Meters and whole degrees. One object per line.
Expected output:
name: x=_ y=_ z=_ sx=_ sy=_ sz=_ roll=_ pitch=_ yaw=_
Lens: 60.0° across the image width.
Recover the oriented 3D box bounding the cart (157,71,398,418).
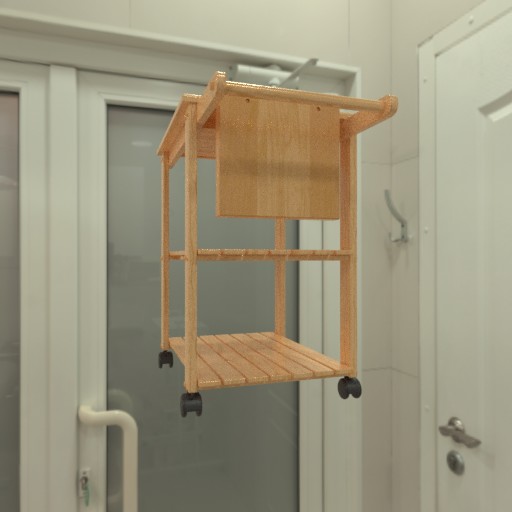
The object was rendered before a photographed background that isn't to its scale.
cart: x=0.000 y=0.000 z=1.368 sx=0.520 sy=0.816 sz=0.843 roll=0 pitch=0 yaw=-18
